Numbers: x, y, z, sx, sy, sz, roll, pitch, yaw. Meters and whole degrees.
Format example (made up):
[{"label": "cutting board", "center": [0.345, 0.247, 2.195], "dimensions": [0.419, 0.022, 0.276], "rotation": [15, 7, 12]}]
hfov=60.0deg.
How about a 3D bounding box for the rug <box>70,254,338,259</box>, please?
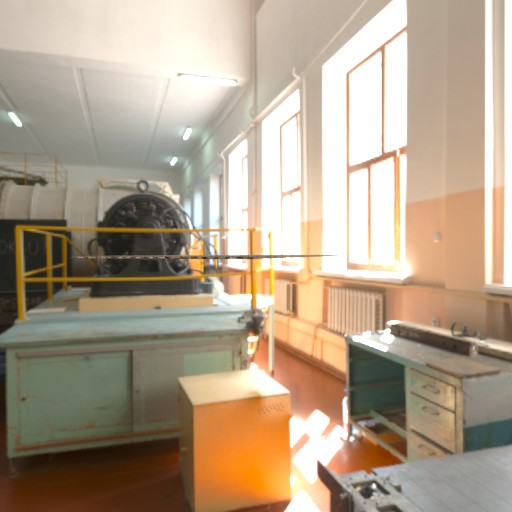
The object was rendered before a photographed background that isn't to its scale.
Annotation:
[{"label": "rug", "center": [0.000, 0.000, 2.924], "dimensions": [0.762, 0.011, 2.664], "rotation": [0, 0, 18]}]
